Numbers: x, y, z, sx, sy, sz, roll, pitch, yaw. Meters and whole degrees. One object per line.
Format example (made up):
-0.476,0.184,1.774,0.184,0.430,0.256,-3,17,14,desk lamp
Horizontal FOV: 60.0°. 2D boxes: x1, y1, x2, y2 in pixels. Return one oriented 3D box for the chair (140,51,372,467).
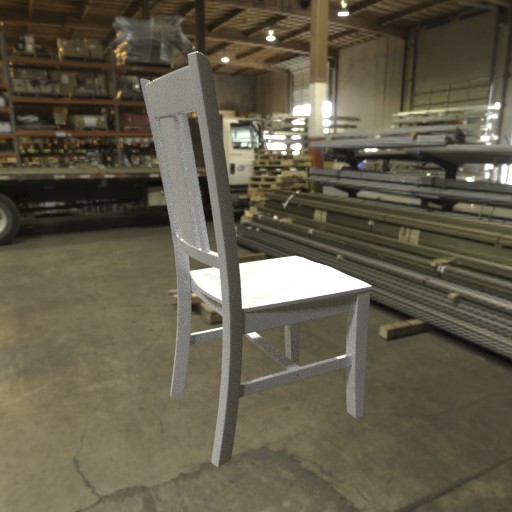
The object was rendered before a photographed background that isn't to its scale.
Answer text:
0.000,0.000,1.309,0.555,0.998,0.450,-7,16,-27,chair
